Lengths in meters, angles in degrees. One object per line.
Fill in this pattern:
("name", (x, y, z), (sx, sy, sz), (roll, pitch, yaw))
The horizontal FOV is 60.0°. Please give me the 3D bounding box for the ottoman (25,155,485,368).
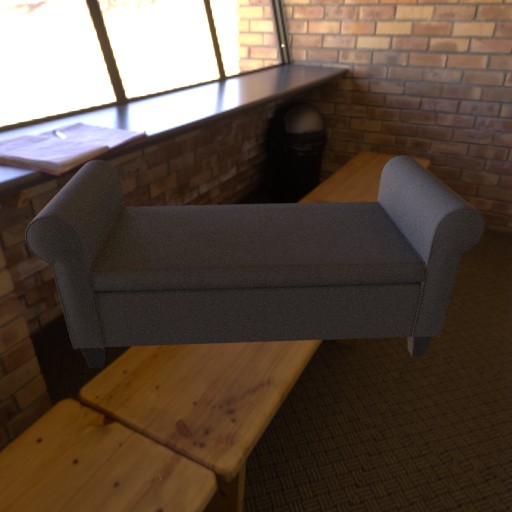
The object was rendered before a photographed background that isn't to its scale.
("ottoman", (0.000, 0.000, 1.527), (1.256, 0.547, 0.521), (-1, 29, -3))
